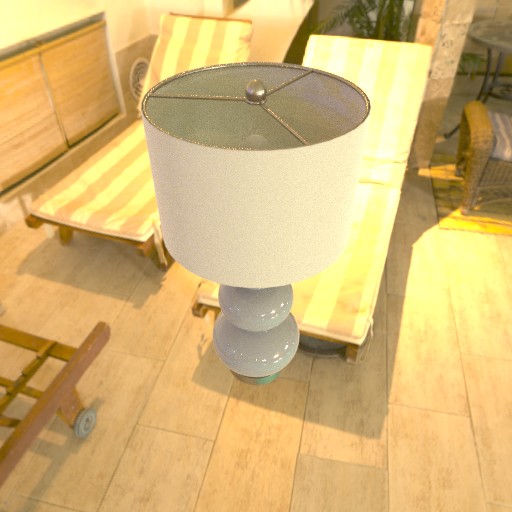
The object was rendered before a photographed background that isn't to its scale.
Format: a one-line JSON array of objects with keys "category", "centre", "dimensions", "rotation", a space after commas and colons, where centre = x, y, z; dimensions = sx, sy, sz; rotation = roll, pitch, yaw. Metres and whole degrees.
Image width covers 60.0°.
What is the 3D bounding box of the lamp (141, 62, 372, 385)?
[{"category": "lamp", "centre": [0.000, 0.000, 0.937], "dimensions": [0.367, 0.730, 0.367], "rotation": [12, 42, 14]}]
